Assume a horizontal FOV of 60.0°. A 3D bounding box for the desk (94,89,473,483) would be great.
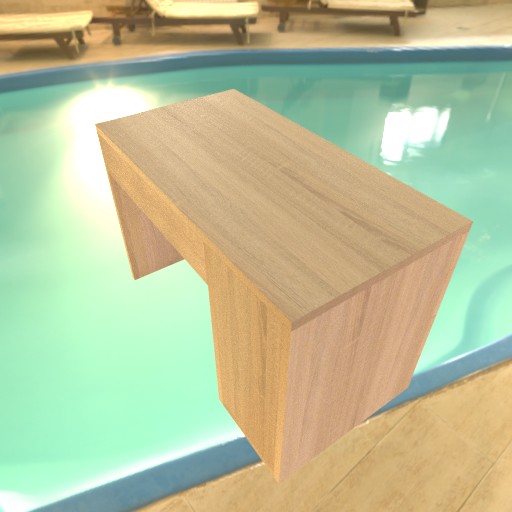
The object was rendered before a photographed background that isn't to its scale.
[{"bbox_3d":[0.000,0.000,1.562,0.600,0.731,1.100,-24,46,-26],"label":"desk"}]
